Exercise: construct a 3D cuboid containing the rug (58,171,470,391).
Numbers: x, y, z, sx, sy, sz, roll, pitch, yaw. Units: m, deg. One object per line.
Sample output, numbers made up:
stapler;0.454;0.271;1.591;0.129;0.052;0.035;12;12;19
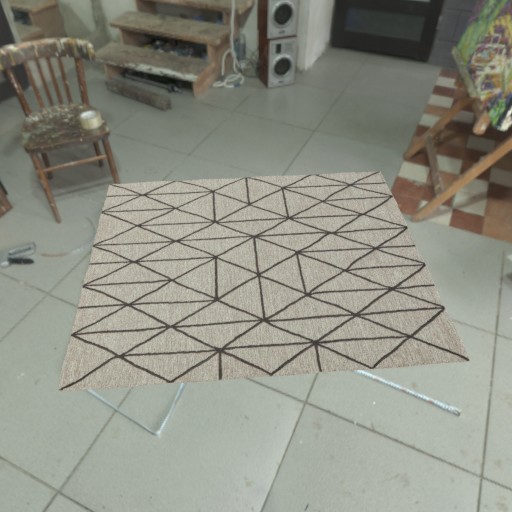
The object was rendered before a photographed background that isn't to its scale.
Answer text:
rug;0.000;0.000;4.095;3.061;0.022;2.468;-3;46;-3
